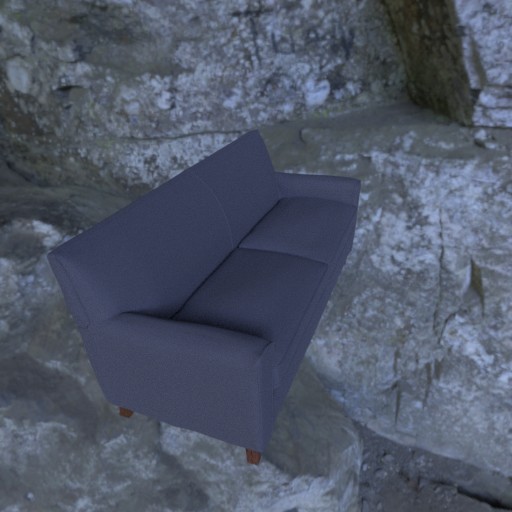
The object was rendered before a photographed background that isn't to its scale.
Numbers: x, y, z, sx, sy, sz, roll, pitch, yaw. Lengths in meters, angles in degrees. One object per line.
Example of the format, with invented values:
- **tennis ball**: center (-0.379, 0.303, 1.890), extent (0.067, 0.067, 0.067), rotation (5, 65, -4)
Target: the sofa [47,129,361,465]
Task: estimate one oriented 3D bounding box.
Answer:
- **sofa**: center (0.000, 0.000, 2.470), extent (0.843, 0.907, 2.002), rotation (11, 31, 19)
